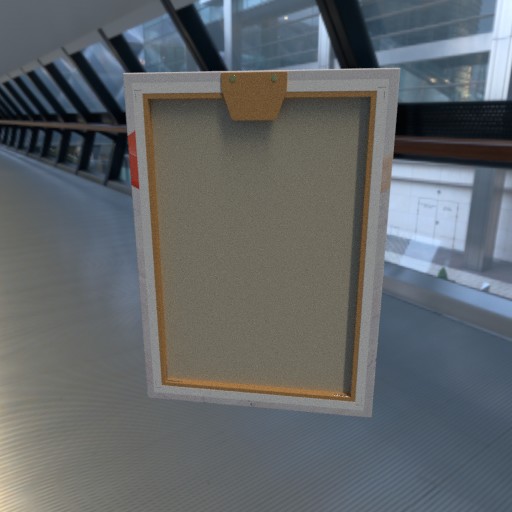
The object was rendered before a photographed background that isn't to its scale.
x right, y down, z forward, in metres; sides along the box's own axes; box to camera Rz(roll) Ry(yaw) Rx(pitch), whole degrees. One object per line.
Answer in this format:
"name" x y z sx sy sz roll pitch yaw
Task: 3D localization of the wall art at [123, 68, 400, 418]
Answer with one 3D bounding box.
"wall art" 0.000 0.000 1.095 0.613 0.848 0.036 2 16 8
